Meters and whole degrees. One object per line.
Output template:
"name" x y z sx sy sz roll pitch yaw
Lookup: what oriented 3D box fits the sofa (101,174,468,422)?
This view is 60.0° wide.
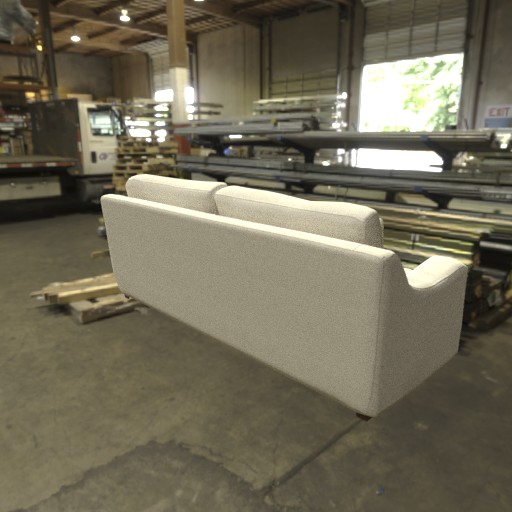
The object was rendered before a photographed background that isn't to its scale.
"sofa" 0.000 0.000 3.027 1.009 1.022 2.470 -15 22 -42
